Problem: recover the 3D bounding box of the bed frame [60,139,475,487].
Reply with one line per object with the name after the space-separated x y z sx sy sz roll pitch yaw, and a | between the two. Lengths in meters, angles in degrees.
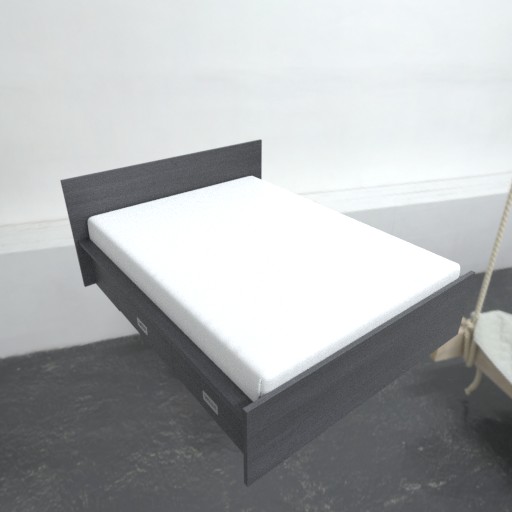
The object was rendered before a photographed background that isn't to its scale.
0.000 0.000 2.771 1.622 0.800 1.960 -21 35 -33 | bed frame
